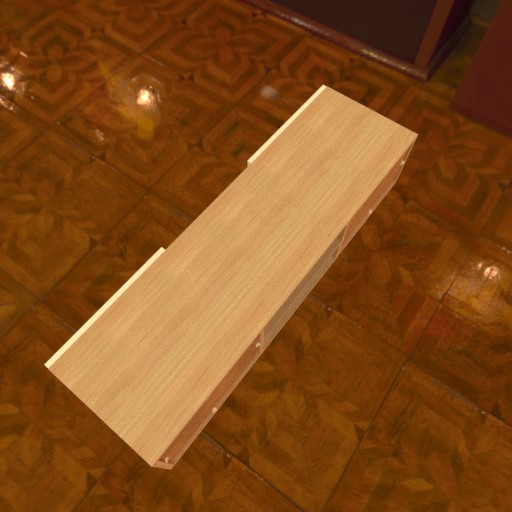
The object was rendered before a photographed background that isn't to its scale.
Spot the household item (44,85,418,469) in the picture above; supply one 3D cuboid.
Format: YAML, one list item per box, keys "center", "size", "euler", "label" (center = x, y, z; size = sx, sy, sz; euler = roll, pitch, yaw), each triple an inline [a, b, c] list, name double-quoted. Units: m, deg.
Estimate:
- center: [0.000, 0.000, 1.575]
  size: [0.420, 0.310, 1.400]
  euler: [35, 68, 16]
  label: "household item"
